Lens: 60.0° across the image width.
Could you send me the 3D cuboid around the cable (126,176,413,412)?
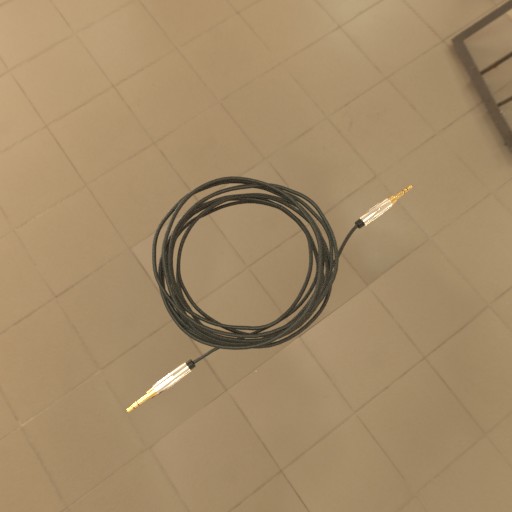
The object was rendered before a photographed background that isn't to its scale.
[{"bbox_3d":[0.000,0.000,0.507,0.432,0.069,0.198,-35,78,-9],"label":"cable"}]
